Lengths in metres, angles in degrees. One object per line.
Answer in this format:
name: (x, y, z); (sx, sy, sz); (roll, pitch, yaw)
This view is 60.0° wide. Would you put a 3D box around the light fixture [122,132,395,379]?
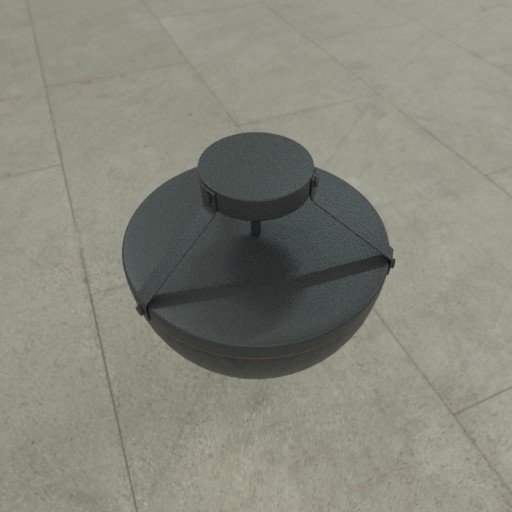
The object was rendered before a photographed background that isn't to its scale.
light fixture: (0.000, 0.000, 0.538); (0.304, 0.269, 0.304); (0, 47, 0)
